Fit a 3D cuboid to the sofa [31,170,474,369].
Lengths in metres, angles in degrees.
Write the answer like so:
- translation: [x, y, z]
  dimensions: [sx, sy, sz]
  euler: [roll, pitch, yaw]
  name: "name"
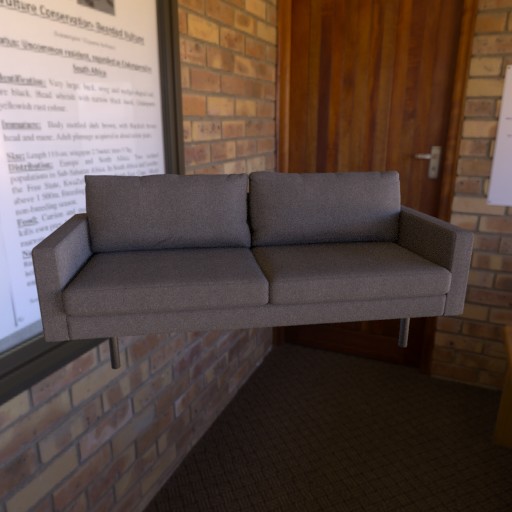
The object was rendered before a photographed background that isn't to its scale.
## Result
- translation: [0.000, 0.000, 2.500]
  dimensions: [2.100, 0.880, 0.880]
  euler: [-2, 17, -8]
  name: "sofa"
